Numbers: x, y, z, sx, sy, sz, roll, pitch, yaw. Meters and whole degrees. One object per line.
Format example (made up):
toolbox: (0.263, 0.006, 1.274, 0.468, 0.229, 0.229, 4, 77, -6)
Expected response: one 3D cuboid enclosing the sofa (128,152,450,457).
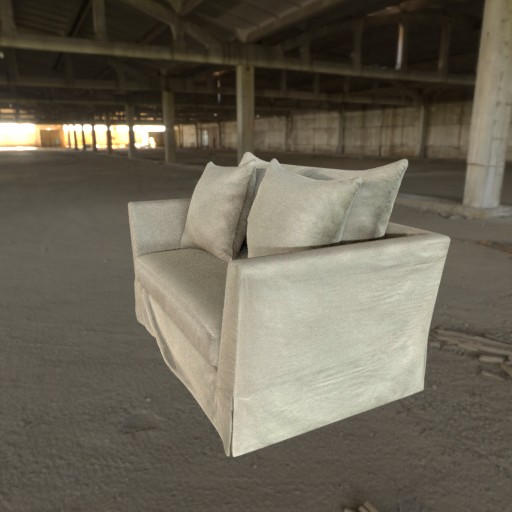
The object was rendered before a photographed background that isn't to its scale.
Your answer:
sofa: (0.000, 0.000, 2.331, 1.035, 1.040, 1.608, -8, 17, -27)
